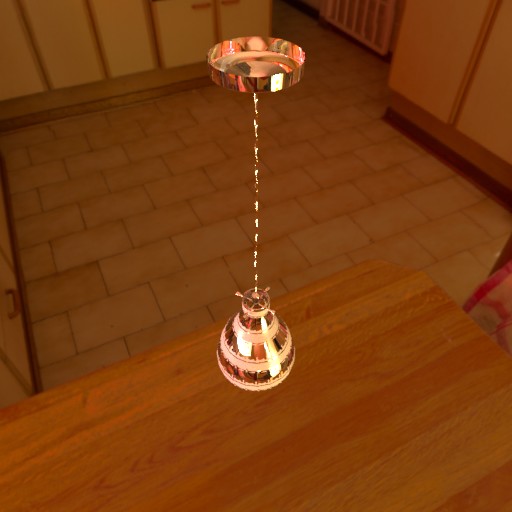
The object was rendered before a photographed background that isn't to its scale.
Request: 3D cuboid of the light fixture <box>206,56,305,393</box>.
[{"bbox_3d":[0.000,0.000,1.640,0.374,1.457,0.374,25,51,22],"label":"light fixture"}]
